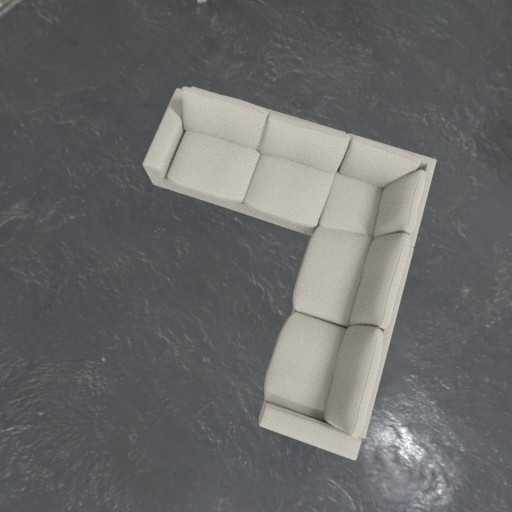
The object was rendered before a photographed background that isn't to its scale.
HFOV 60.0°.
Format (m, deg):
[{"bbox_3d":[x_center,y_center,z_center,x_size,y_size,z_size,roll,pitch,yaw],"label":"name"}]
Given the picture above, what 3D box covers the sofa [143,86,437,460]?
[{"bbox_3d":[0.000,0.000,4.754,3.066,0.918,3.206,18,76,5],"label":"sofa"}]
